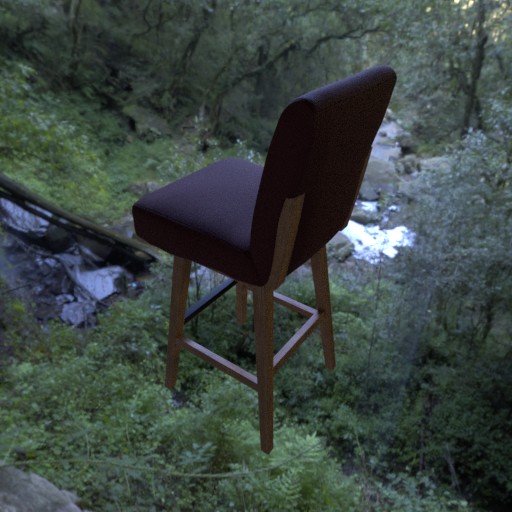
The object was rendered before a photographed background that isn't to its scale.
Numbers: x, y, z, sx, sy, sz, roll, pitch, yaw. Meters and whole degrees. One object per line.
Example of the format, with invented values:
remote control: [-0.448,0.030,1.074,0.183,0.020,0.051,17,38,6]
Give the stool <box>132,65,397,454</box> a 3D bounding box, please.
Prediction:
stool: [0.000,0.000,1.350,0.562,1.093,0.468,22,39,29]
